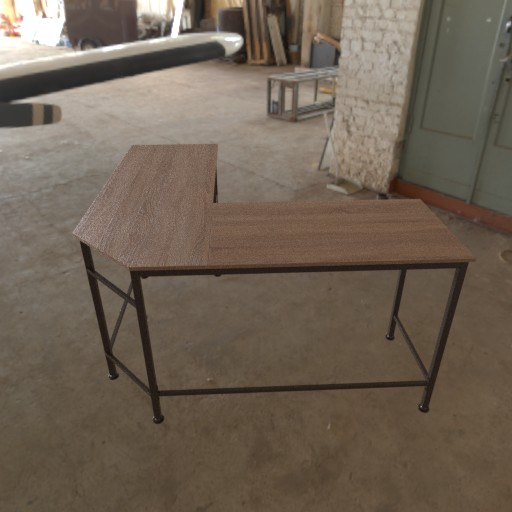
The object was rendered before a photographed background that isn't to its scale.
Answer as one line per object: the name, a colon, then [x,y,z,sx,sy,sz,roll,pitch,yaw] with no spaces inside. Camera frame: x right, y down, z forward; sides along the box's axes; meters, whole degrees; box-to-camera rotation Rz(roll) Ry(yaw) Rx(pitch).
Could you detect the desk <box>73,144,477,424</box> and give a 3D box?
desk: [0.000,0.000,2.204,1.379,0.739,1.379,-1,30,-3]
